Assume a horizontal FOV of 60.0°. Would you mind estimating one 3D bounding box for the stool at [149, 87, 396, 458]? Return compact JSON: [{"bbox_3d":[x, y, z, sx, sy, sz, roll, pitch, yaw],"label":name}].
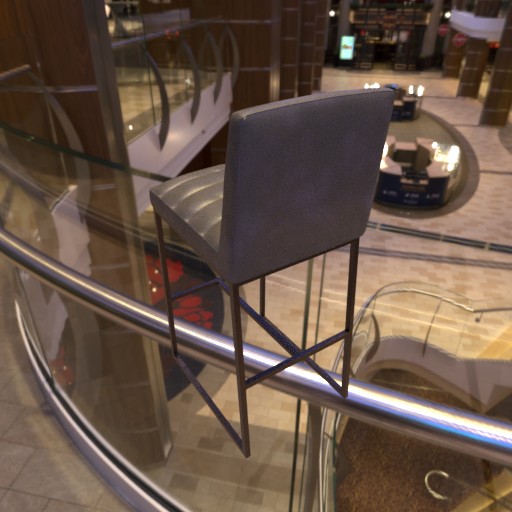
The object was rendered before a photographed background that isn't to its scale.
[{"bbox_3d":[0.000,0.000,1.402,0.463,1.065,0.562,-19,36,-29],"label":"stool"}]
